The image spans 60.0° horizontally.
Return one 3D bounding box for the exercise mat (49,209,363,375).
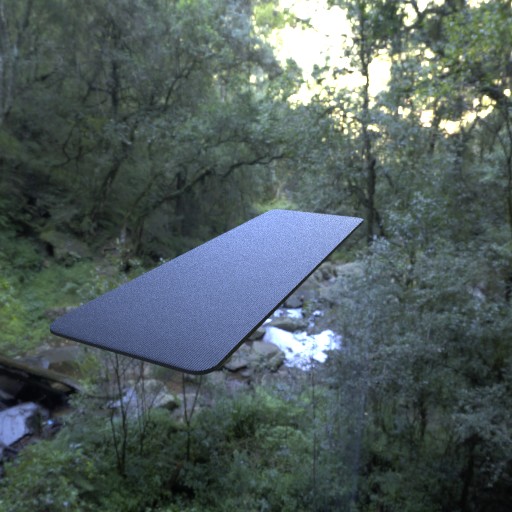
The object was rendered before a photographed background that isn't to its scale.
[{"bbox_3d":[0.000,0.000,2.092,0.616,0.021,1.884,9,21,24],"label":"exercise mat"}]
